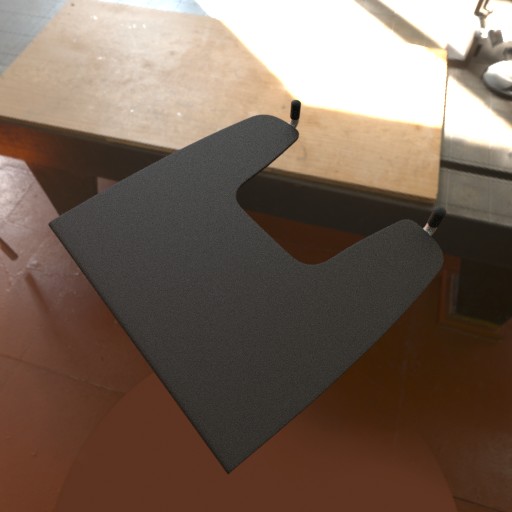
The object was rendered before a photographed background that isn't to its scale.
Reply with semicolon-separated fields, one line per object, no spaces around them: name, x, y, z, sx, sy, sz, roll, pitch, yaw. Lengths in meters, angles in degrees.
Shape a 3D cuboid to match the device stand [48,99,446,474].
device stand;0.000;0.000;0.356;0.230;0.092;0.230;-35;64;-20
